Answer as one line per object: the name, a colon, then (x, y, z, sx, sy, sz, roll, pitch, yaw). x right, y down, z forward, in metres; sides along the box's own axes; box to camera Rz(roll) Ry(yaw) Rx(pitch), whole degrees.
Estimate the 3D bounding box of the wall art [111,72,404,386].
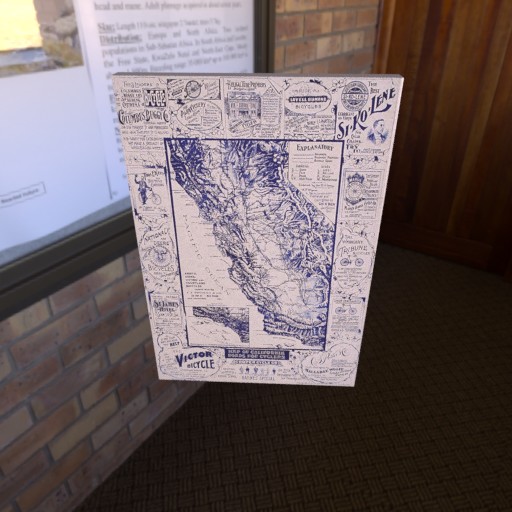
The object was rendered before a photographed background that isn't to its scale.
wall art: (0.000, 0.000, 0.983, 0.511, 0.753, 0.039, 1, 31, 2)
